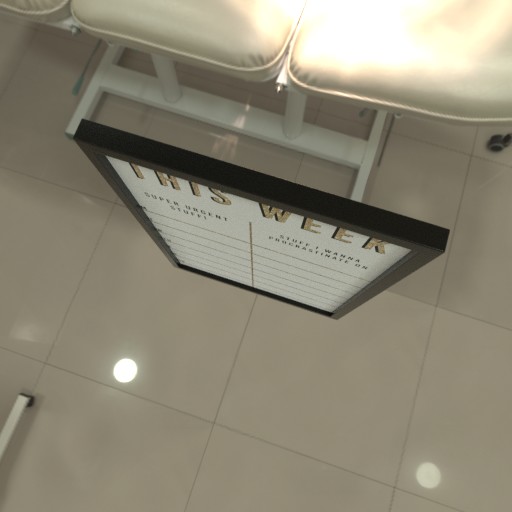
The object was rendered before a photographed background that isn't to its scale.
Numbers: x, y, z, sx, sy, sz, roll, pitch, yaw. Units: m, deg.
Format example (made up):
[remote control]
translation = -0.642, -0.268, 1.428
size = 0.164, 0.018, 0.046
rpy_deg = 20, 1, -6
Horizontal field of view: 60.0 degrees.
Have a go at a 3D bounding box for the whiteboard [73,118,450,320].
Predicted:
[whiteboard]
translation = 0.000, 0.000, 0.757
size = 0.406, 0.611, 0.026
rpy_deg = 18, 76, 5
